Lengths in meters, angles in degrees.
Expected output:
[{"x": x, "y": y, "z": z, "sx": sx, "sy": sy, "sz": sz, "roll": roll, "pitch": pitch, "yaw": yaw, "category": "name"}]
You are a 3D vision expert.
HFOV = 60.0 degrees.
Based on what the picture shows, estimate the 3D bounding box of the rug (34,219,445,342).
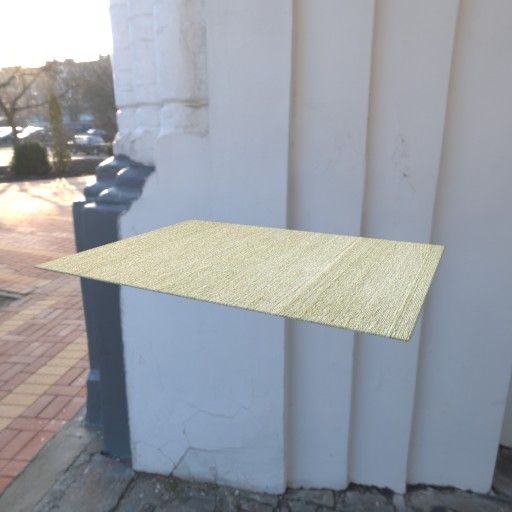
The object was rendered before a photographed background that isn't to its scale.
[{"x": 0.000, "y": 0.000, "z": 4.272, "sx": 3.198, "sy": 0.016, "sz": 2.425, "roll": 8, "pitch": 18, "yaw": 26, "category": "rug"}]
